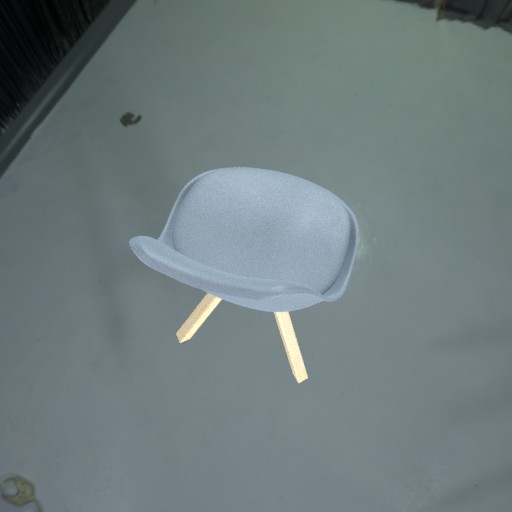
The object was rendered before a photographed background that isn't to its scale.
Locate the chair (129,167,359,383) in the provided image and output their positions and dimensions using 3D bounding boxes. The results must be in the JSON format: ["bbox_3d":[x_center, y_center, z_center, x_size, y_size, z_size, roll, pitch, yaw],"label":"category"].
[{"bbox_3d":[0.000,0.000,1.162,0.485,0.850,0.549,17,65,8],"label":"chair"}]
